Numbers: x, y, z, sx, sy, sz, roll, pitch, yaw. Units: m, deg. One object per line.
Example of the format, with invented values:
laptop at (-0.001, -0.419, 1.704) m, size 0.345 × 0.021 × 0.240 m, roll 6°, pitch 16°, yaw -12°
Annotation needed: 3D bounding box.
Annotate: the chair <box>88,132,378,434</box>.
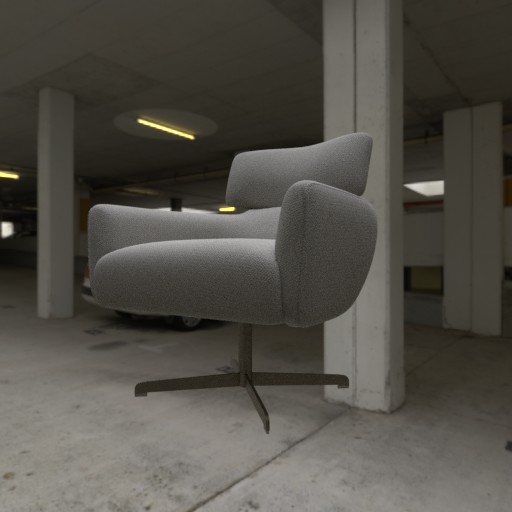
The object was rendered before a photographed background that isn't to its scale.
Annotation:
chair at (0.000, 0.000, 1.365) m, size 0.760 × 0.810 × 0.730 m, roll 0°, pitch 0°, yaw 36°
